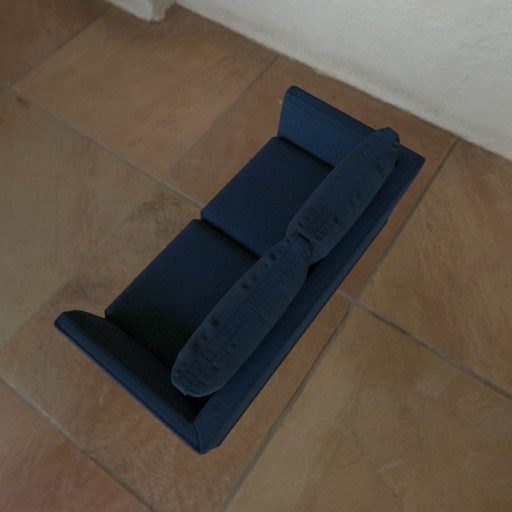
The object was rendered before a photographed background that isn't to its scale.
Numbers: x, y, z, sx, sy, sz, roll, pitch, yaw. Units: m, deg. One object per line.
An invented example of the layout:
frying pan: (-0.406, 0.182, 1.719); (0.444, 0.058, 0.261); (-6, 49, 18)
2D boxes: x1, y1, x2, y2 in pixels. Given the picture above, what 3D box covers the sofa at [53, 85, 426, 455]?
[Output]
sofa: (0.000, 0.000, 2.297); (0.853, 1.002, 1.770); (35, 69, 15)
